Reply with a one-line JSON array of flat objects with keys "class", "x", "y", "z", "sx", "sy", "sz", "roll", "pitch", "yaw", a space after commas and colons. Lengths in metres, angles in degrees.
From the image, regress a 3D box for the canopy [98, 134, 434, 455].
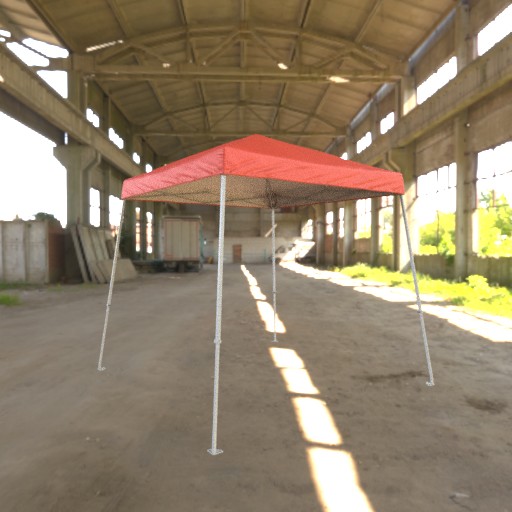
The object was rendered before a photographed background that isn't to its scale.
[{"class": "canopy", "x": 0.000, "y": 0.000, "z": 5.222, "sx": 2.850, "sy": 2.850, "sz": 2.849, "roll": -1, "pitch": 2, "yaw": -36}]
